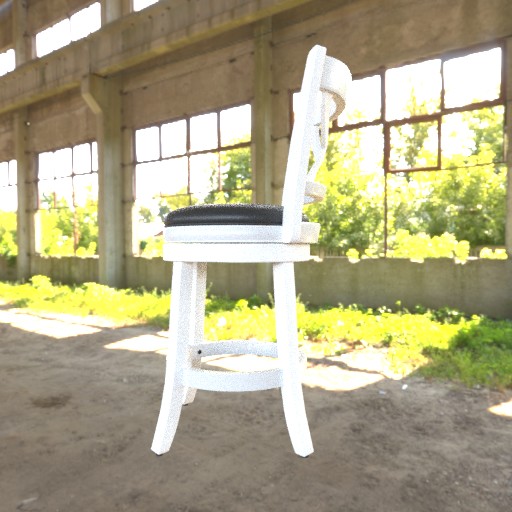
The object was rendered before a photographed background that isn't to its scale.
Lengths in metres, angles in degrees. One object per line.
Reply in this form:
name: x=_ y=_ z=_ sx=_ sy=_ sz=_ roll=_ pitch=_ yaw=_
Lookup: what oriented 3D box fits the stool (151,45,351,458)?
stool: x=0.000 y=0.000 z=1.223 sx=0.508 sy=0.953 sz=0.444 roll=0 pitch=1 yaw=2
